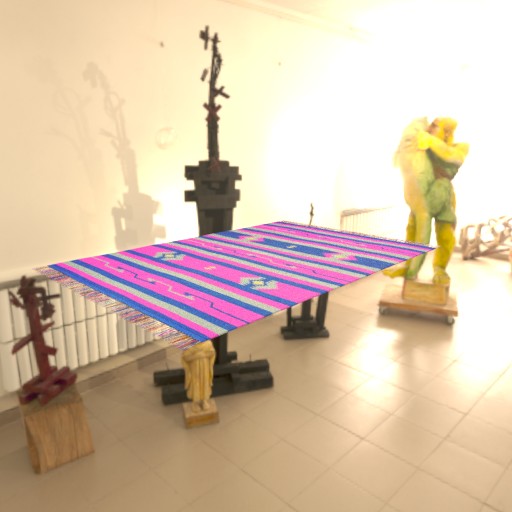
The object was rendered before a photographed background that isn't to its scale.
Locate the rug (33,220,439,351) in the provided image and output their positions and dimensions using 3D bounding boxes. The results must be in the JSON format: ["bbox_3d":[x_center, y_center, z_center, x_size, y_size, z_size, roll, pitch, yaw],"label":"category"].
[{"bbox_3d":[0.000,0.000,2.964,1.539,0.013,2.350,14,20,43],"label":"rug"}]
